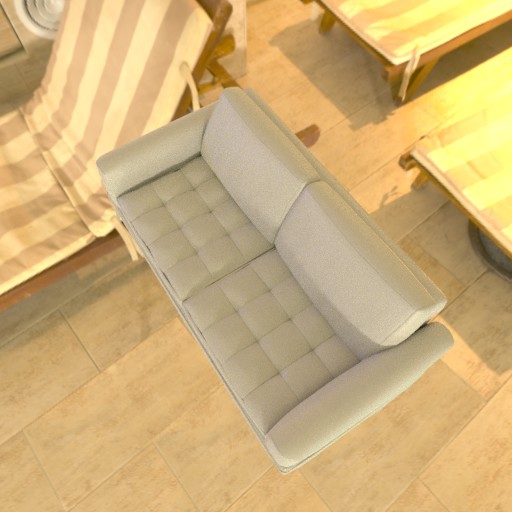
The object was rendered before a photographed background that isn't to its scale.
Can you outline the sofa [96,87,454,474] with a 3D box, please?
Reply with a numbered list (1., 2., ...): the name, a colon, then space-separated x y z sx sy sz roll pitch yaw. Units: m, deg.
1. sofa: 0.000 0.000 2.657 1.121 0.930 2.177 -31 67 -15
